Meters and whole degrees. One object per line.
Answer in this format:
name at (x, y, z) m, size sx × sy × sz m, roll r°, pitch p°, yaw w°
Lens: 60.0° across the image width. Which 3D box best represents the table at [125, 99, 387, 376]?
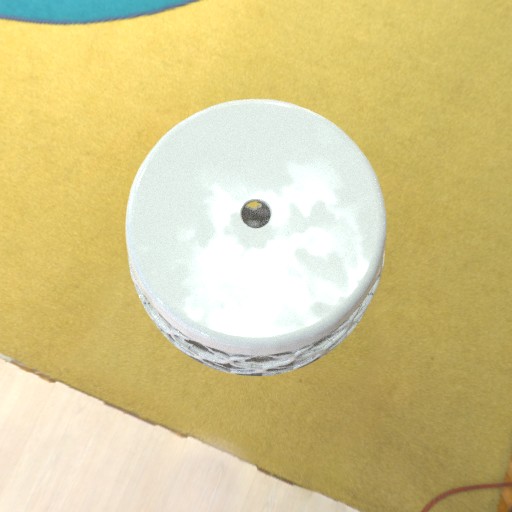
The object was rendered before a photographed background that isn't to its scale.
table at (0.000, 0.000, 0.627) m, size 0.325 × 0.388 × 0.325 m, roll 0°, pitch 78°, yaw 0°
